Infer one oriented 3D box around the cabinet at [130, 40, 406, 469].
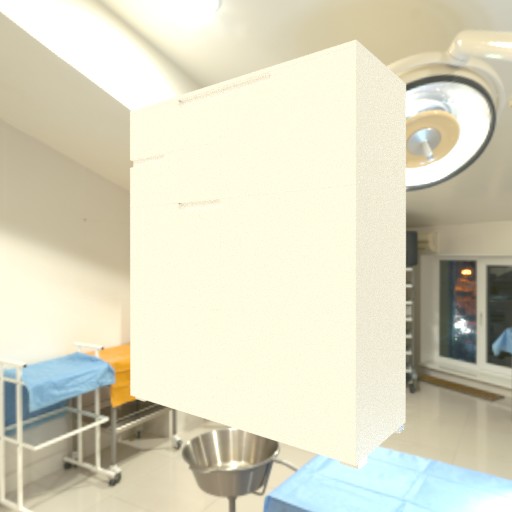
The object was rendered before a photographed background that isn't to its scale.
[{"bbox_3d":[0.000,0.000,1.679,1.000,1.190,0.400,0,0,38],"label":"cabinet"}]
